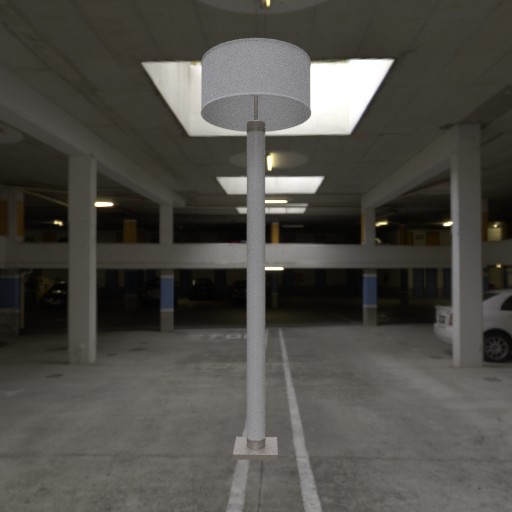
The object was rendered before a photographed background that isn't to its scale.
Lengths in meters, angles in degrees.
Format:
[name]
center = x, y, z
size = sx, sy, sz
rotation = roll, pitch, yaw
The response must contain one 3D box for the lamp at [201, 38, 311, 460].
[lamp]
center = 0.000, 0.000, 1.685
size = 0.420, 1.475, 0.420
rotation = 0, -1, 2
